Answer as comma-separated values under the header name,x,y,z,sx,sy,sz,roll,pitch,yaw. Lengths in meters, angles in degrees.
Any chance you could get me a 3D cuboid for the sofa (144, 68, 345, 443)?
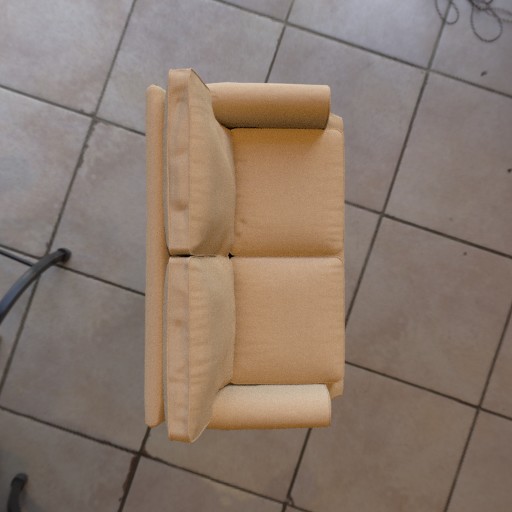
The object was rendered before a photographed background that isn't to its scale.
name,x,y,z,sx,sy,sz,roll,pitch,yaw
sofa,0.000,0.000,2.239,0.964,0.937,1.665,0,90,0
